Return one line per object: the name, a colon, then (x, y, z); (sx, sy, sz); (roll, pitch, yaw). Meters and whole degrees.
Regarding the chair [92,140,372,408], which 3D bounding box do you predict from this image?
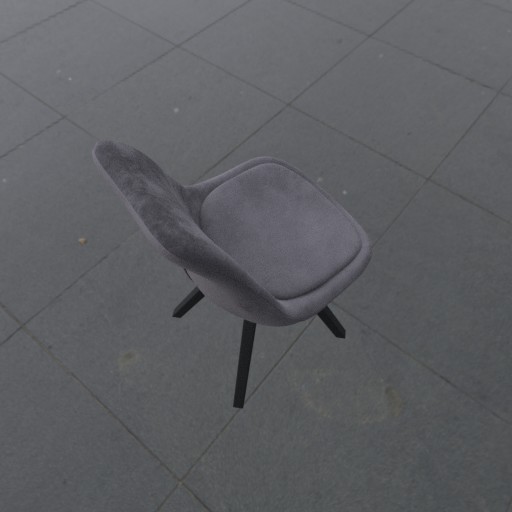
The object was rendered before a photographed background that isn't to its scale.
chair: (0.000, 0.000, 1.168); (0.550, 0.850, 0.485); (-31, 62, -19)
